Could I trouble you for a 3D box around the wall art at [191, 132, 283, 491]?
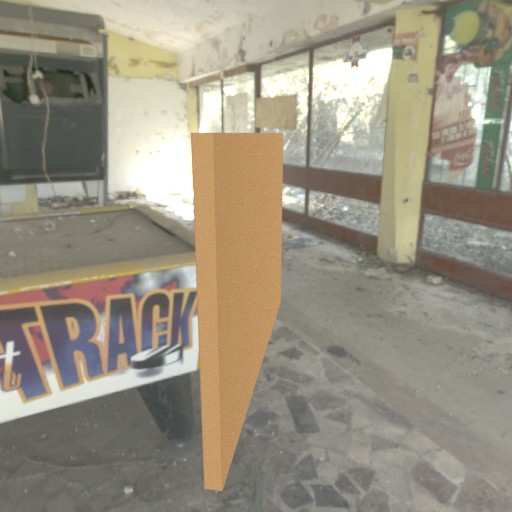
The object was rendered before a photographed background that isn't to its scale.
[{"bbox_3d":[0.000,0.000,1.136,0.033,0.608,0.915,3,16,9],"label":"wall art"}]
